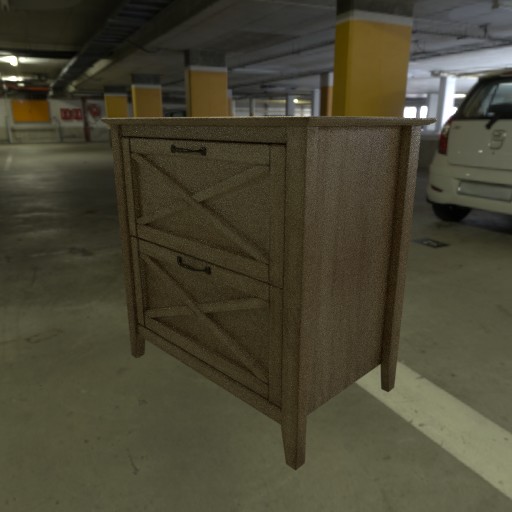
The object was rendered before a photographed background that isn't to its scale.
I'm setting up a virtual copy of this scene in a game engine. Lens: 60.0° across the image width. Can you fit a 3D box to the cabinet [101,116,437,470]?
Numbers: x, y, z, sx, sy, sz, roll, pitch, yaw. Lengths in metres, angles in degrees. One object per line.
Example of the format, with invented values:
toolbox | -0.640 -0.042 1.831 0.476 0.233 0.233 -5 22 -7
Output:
cabinet | 0.000 0.000 1.281 0.503 0.762 0.763 -16 23 -42
